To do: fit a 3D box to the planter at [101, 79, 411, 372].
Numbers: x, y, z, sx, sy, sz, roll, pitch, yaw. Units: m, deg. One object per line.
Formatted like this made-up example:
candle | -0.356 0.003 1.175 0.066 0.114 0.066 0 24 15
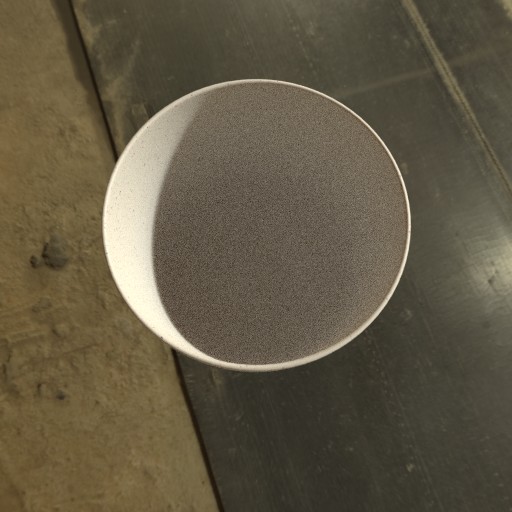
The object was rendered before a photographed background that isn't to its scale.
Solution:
planter | 0.000 0.000 0.382 0.195 0.214 0.195 0 75 0
